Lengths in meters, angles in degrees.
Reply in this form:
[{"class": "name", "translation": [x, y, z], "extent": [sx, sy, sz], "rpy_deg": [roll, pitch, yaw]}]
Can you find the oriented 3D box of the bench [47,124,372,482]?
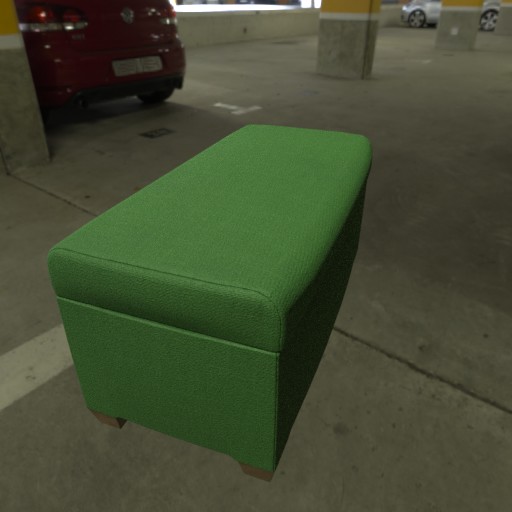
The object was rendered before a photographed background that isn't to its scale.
[{"class": "bench", "translation": [0.000, 0.000, 1.237], "extent": [0.505, 0.501, 0.989], "rpy_deg": [11, 32, 18]}]
